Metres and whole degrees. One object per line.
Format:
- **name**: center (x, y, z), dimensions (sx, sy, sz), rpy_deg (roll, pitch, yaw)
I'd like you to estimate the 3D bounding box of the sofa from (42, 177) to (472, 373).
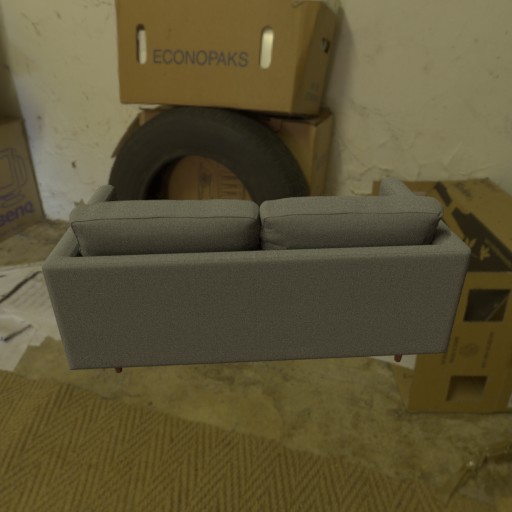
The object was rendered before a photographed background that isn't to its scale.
- **sofa**: center (0.000, 0.000, 2.250), dimensions (1.713, 0.866, 0.940), rpy_deg (-2, 29, -3)
